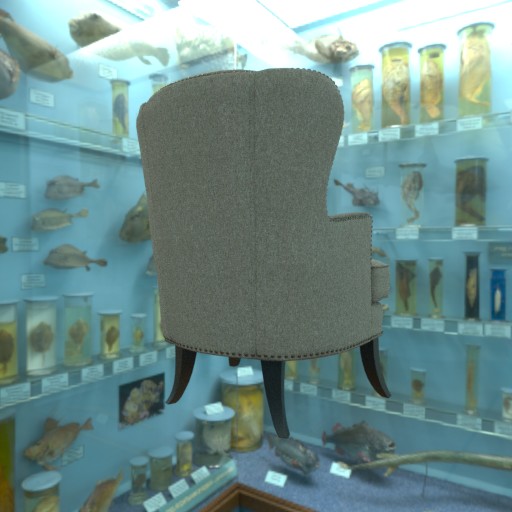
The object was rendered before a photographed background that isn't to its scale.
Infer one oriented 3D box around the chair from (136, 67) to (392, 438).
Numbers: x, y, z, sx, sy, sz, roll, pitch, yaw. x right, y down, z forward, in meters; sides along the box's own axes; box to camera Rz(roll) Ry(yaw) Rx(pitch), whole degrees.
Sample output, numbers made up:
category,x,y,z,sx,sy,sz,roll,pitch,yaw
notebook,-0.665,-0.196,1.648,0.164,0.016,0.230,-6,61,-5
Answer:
category,x,y,z,sx,sy,sz,roll,pitch,yaw
chair,0.000,0.000,1.595,0.759,1.060,0.758,1,2,35
